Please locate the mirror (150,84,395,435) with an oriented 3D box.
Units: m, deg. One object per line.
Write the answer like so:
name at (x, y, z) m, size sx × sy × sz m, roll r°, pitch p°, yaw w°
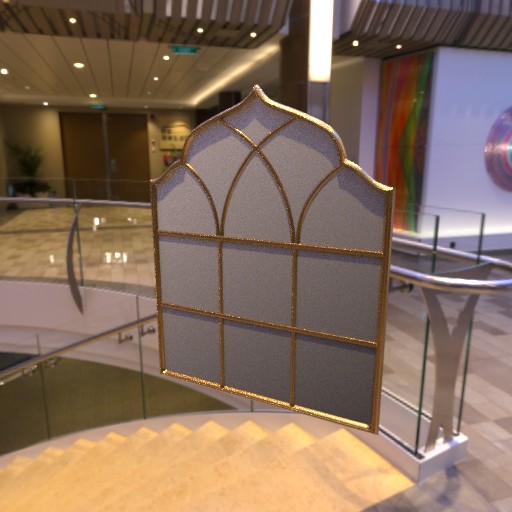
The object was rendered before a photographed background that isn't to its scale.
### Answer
mirror at (0.000, 0.000, 0.871) m, size 0.513 × 0.635 × 0.018 m, roll 7°, pitch 15°, yaw 26°
